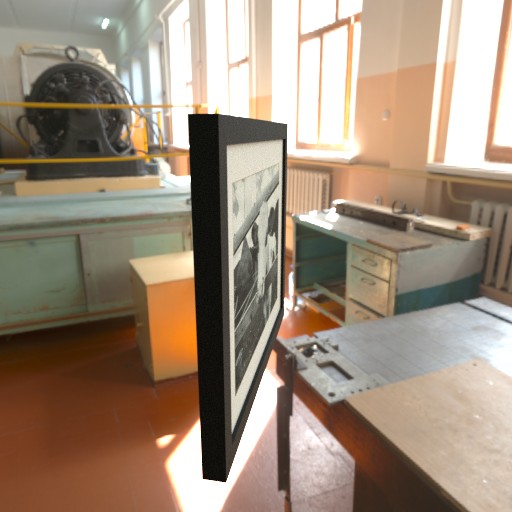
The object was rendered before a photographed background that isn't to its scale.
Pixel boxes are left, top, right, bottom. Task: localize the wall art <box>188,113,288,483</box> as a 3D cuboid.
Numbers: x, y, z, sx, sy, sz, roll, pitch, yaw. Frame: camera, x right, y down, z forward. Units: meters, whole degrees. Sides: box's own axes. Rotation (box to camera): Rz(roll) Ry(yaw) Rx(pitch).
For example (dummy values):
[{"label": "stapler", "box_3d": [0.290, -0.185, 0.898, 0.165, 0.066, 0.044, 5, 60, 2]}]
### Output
[{"label": "wall art", "box_3d": [0.000, 0.000, 0.563, 0.024, 0.329, 0.404, 3, 16, 11]}]
